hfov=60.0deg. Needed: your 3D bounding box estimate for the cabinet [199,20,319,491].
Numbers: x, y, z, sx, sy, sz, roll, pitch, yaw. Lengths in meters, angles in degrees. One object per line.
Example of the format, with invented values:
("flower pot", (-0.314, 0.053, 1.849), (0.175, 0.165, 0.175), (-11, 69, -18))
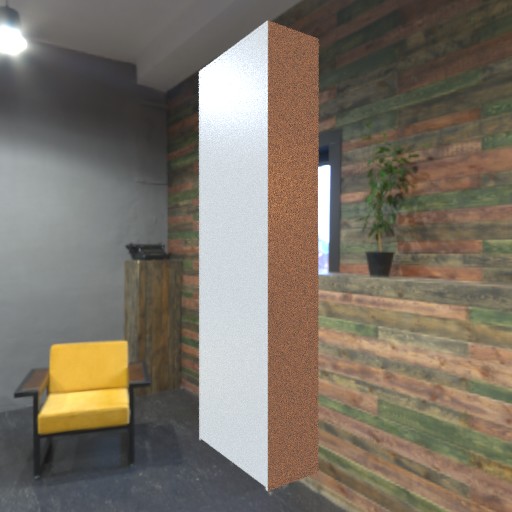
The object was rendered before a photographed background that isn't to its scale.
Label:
("cabinet", (0.000, 0.000, 1.820), (0.255, 1.630, 0.520), (0, 0, -34))
